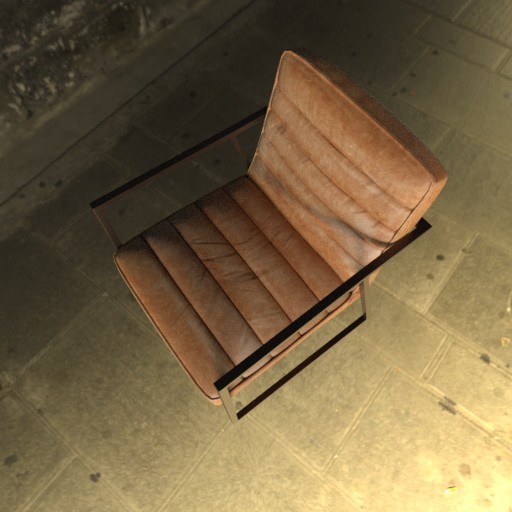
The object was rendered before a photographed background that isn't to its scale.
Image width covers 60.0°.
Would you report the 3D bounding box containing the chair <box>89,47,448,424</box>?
[{"bbox_3d":[0.000,0.000,1.258,0.677,0.832,0.571,-34,68,-15],"label":"chair"}]
